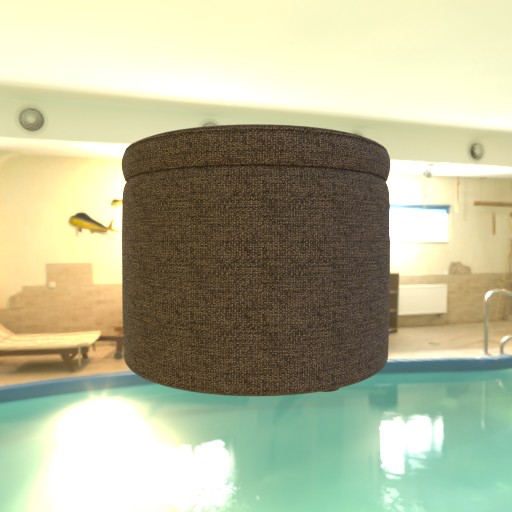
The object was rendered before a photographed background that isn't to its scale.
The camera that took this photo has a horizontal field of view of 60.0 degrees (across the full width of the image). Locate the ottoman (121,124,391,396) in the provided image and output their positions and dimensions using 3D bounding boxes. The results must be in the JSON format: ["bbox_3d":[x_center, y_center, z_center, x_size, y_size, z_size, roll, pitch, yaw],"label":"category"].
[{"bbox_3d":[0.000,0.000,0.897,0.520,0.430,0.520,0,2,0],"label":"ottoman"}]
